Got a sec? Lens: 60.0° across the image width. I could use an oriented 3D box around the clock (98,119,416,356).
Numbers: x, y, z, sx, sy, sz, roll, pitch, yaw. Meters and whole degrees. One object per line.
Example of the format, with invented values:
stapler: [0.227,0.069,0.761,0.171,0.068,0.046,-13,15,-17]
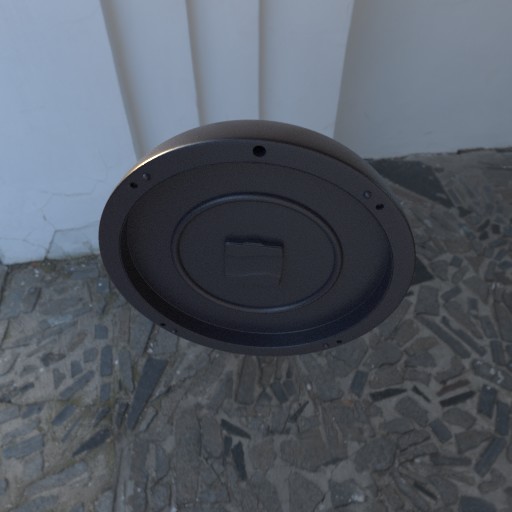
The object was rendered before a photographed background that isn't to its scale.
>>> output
clock: [0.000,0.000,0.447,0.300,0.300,0.060,4,47,4]
